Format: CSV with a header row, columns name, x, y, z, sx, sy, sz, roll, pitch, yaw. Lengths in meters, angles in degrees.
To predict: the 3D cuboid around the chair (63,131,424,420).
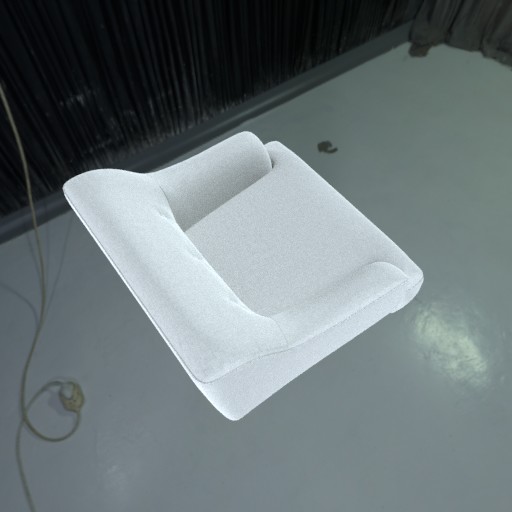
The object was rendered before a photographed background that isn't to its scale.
name,x,y,z,sx,sy,sz,roll,pitch,yaw
chair,0.000,0.000,1.700,0.951,0.818,0.946,-33,64,-19
